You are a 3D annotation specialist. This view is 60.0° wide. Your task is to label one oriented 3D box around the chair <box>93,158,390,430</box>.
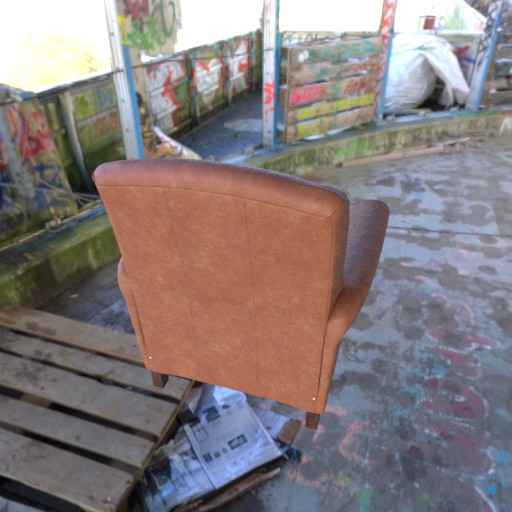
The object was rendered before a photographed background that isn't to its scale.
[{"bbox_3d":[0.000,0.000,1.797,0.978,1.061,0.902,10,33,15],"label":"chair"}]
